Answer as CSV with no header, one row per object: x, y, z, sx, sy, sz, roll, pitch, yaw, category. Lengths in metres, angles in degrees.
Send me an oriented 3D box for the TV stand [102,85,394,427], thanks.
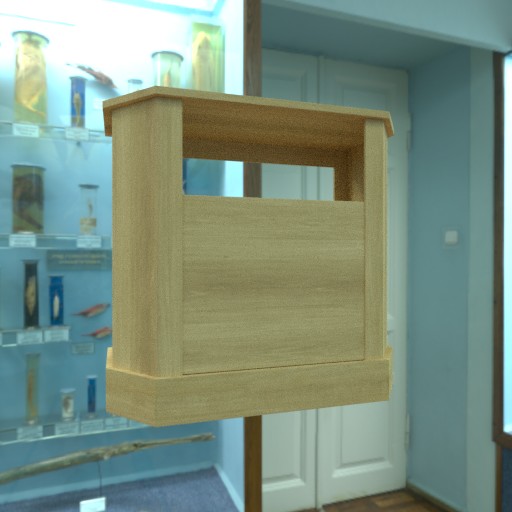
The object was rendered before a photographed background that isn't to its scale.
0.000,0.000,1.307,0.851,0.781,0.425,0,0,-17,TV stand
